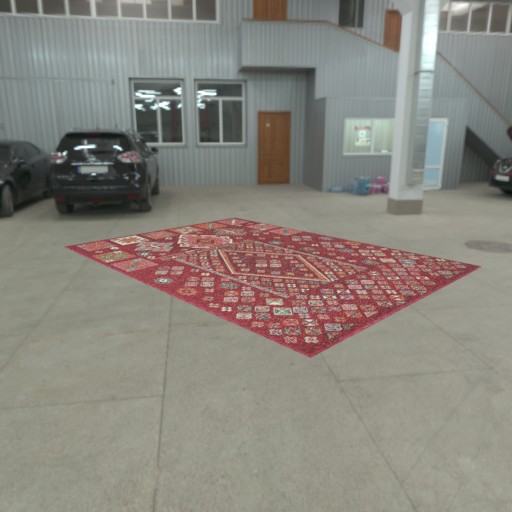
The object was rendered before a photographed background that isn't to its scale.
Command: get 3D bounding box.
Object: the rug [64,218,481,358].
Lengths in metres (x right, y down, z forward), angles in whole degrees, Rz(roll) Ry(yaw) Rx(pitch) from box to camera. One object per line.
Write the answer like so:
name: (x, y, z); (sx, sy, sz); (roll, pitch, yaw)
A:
rug: (0.000, 0.000, 2.834); (1.579, 0.007, 2.184); (-14, 21, -42)
